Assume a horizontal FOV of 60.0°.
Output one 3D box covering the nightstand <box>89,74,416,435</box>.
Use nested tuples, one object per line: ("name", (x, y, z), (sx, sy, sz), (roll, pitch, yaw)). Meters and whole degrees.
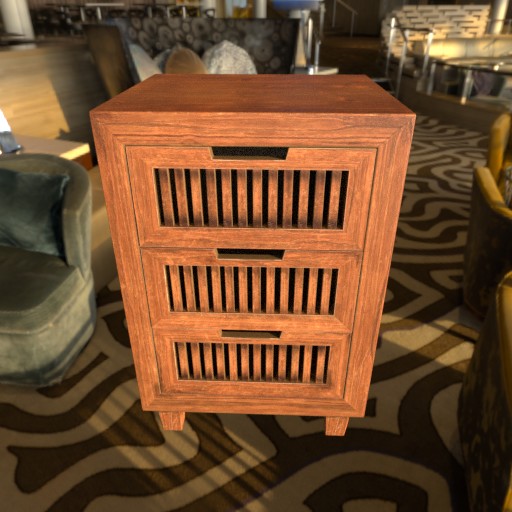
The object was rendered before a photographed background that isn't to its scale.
("nightstand", (0.000, 0.000, 0.975), (0.465, 0.695, 0.410), (1, 29, 2))
